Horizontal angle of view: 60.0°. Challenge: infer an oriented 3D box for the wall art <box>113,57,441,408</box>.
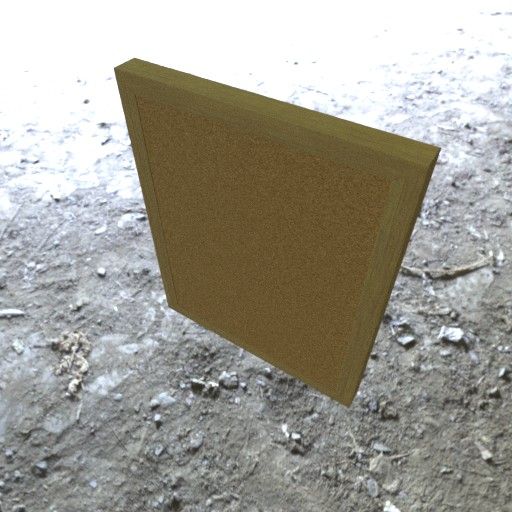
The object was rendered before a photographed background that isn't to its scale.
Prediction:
[{"bbox_3d":[0.000,0.000,0.519,0.312,0.380,0.030,25,51,22],"label":"wall art"}]
